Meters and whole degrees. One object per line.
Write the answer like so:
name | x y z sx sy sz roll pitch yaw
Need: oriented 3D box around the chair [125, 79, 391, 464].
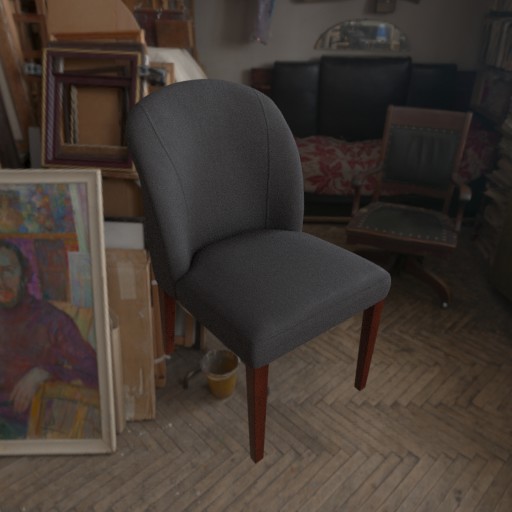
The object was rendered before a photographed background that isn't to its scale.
chair | 0.000 0.000 1.280 0.506 0.879 0.619 -21 37 -31
